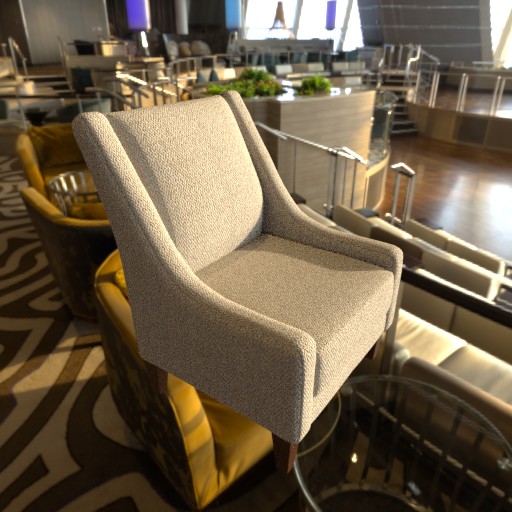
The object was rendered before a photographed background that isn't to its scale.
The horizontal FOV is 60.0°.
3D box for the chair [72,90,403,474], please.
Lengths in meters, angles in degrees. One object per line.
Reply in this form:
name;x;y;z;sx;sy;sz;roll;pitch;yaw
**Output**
chair;0.000;0.000;1.601;0.870;1.014;0.774;18;32;32
